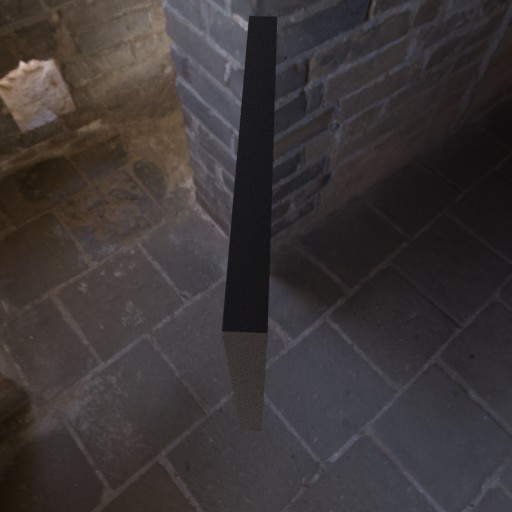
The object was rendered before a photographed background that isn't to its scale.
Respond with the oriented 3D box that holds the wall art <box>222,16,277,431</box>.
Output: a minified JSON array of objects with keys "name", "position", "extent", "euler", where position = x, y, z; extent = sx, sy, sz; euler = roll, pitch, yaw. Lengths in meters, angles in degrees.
[{"name":"wall art","position":[0.000,0.000,0.522],"extent":[0.029,0.381,0.330],"euler":[2,60,1]}]
